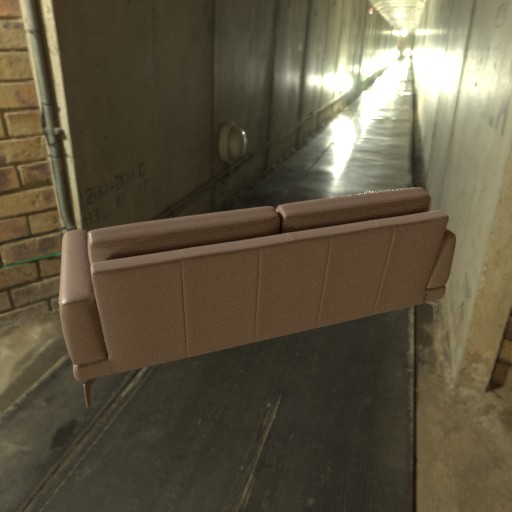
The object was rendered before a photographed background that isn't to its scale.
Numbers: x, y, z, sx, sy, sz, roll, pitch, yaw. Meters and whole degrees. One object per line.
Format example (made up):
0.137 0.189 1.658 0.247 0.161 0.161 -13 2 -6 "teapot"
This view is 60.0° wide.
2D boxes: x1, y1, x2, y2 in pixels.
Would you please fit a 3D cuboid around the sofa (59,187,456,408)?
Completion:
0.000 0.000 2.399 1.940 0.765 0.974 -9 28 -18 "sofa"
